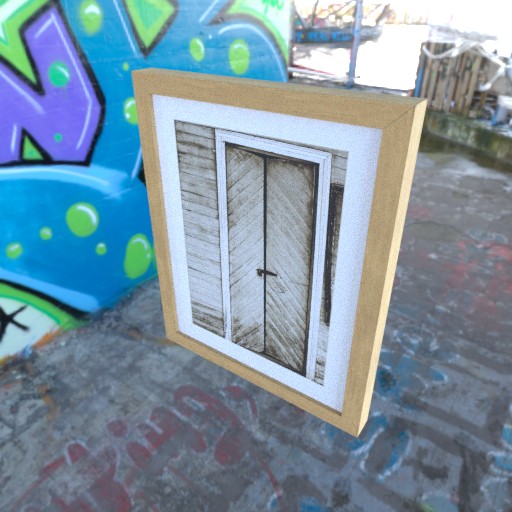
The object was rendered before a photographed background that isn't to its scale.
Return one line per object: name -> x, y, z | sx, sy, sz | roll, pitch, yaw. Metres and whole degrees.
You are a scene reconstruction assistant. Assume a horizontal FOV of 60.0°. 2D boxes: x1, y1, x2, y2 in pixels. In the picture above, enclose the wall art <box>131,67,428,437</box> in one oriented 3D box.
wall art -> 0.000, 0.000, 0.515 | 0.312, 0.380, 0.030 | 19, 36, 29
